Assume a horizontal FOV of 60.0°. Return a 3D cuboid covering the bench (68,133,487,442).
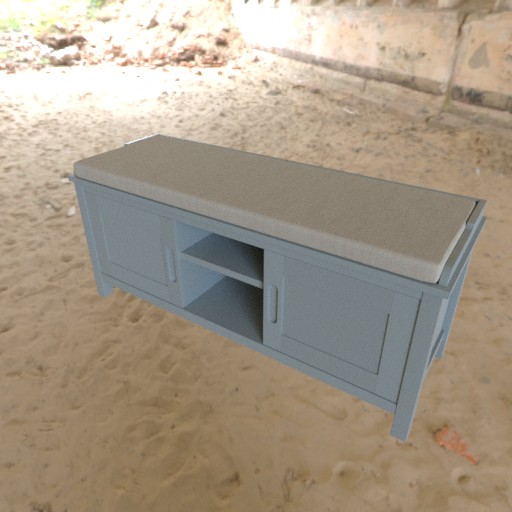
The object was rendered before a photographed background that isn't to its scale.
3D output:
[{"bbox_3d":[0.000,0.000,1.351,1.140,0.501,0.398,19,35,28],"label":"bench"}]
